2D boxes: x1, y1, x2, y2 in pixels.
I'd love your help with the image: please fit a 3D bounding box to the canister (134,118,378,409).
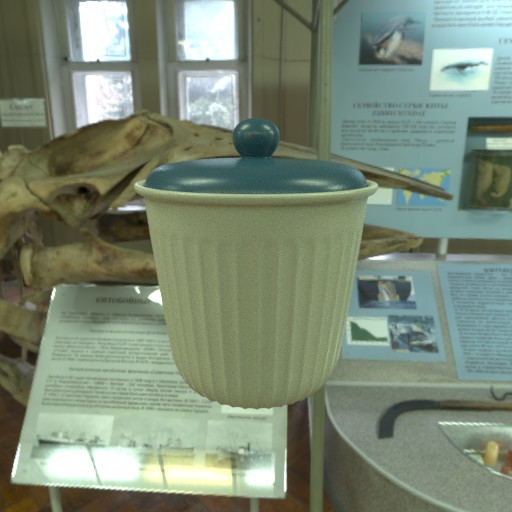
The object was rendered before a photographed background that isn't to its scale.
[{"bbox_3d":[0.000,0.000,0.354,0.181,0.211,0.181,0,14,0],"label":"canister"}]
